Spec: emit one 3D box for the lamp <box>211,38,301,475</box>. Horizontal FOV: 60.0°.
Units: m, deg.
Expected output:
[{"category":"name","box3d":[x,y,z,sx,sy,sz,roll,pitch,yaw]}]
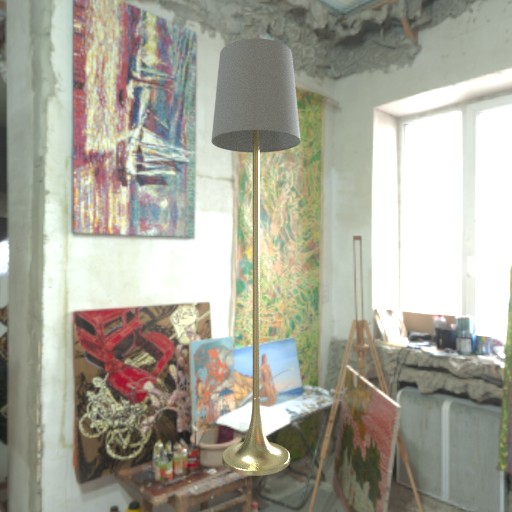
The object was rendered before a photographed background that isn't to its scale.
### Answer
[{"category":"lamp","box3d":[0.000,0.000,1.686,0.337,1.543,0.337,0,0,0]}]
